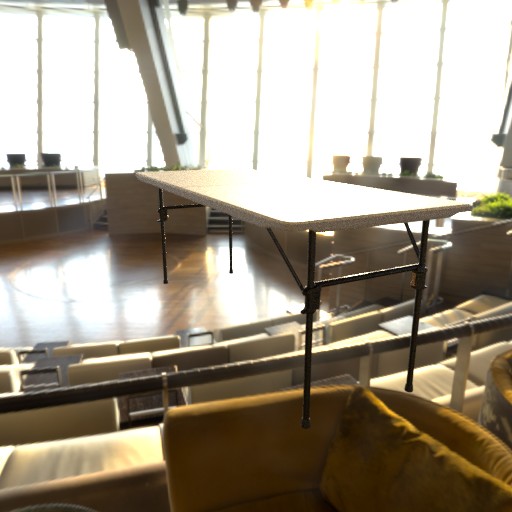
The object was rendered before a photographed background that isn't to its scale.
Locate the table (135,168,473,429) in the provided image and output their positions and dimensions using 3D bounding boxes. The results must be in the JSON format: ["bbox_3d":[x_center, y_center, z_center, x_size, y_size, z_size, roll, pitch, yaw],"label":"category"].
[{"bbox_3d":[0.000,0.000,2.211,0.761,0.719,1.829,-8,17,-26],"label":"table"}]
